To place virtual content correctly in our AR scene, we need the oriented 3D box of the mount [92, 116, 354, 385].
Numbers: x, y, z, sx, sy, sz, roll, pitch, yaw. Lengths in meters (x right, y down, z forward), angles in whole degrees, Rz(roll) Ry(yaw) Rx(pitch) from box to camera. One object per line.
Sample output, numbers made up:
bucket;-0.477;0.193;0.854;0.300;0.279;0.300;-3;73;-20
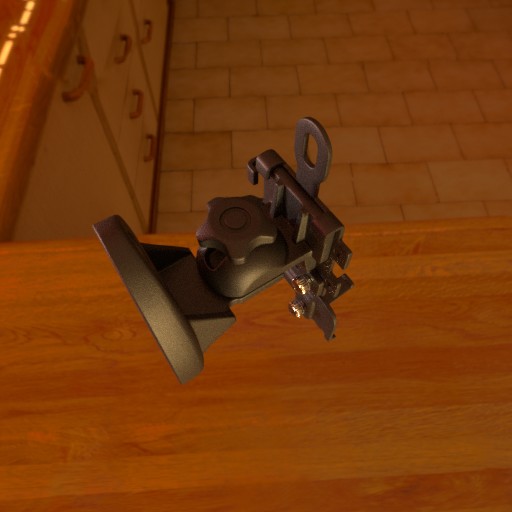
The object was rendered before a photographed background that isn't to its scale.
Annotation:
mount;0.000;0.000;0.180;0.100;0.118;0.066;-29;63;-16
